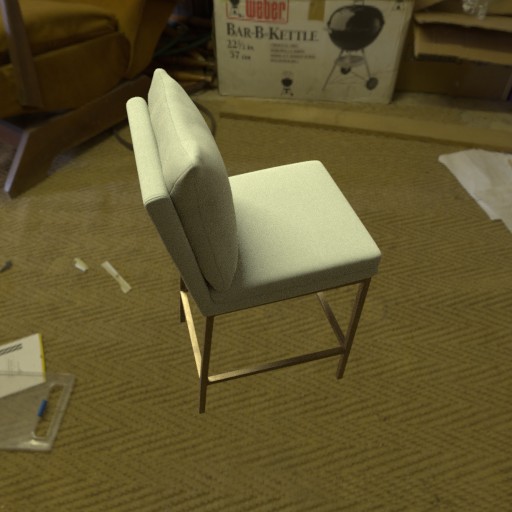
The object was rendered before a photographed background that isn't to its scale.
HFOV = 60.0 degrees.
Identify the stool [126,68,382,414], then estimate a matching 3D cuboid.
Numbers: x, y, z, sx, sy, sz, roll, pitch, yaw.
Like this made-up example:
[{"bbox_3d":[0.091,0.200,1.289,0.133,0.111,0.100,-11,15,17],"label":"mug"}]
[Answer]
[{"bbox_3d":[0.000,0.000,1.358,0.572,1.032,0.463,-12,47,-11],"label":"stool"}]
